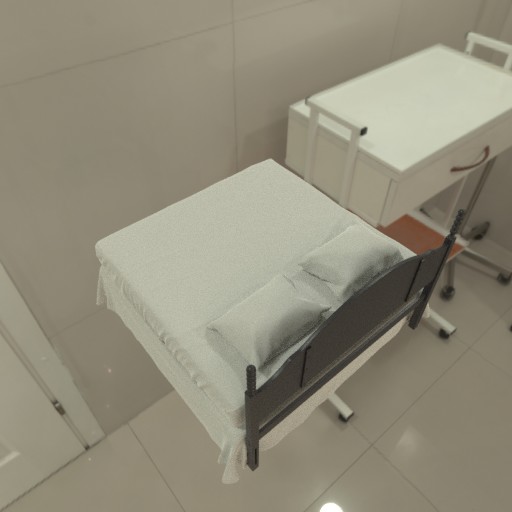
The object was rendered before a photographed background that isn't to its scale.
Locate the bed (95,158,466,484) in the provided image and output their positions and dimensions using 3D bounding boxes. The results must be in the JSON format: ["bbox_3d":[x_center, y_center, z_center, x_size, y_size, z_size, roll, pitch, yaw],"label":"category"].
[{"bbox_3d":[0.000,0.000,3.640,2.322,1.355,2.219,-31,53,-27],"label":"bed"}]
